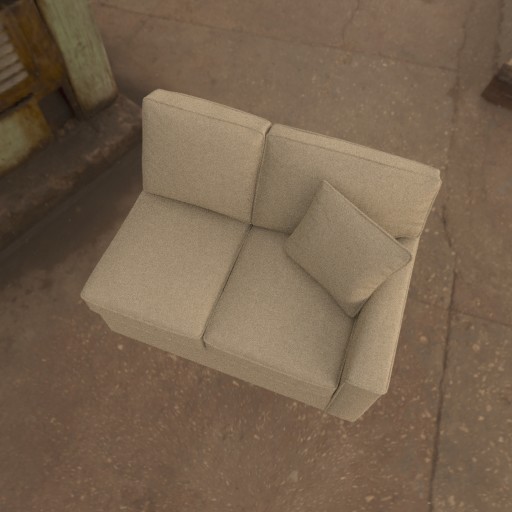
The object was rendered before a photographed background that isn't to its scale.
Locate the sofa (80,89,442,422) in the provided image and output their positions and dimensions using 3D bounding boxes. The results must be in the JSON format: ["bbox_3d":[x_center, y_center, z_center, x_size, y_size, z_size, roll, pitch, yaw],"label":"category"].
[{"bbox_3d":[0.000,0.000,2.115,1.388,0.989,0.991,18,61,10],"label":"sofa"}]
